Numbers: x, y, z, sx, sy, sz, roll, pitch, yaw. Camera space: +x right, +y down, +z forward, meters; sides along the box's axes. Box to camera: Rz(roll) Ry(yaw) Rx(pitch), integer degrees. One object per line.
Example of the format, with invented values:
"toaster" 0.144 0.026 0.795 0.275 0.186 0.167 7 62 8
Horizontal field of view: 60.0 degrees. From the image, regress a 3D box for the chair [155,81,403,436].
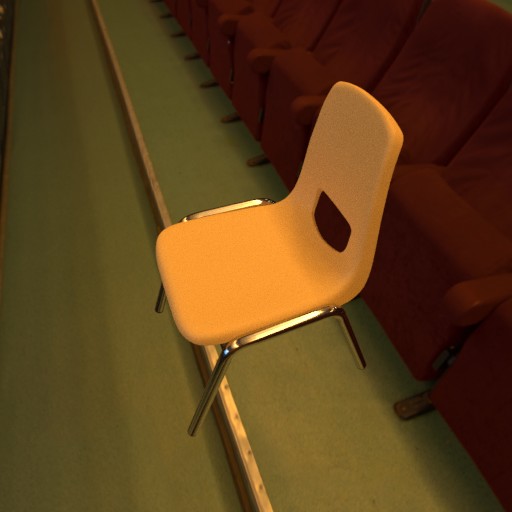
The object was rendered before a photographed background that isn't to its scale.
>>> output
"chair" 0.000 0.000 0.861 0.423 0.586 0.354 -15 48 -14
